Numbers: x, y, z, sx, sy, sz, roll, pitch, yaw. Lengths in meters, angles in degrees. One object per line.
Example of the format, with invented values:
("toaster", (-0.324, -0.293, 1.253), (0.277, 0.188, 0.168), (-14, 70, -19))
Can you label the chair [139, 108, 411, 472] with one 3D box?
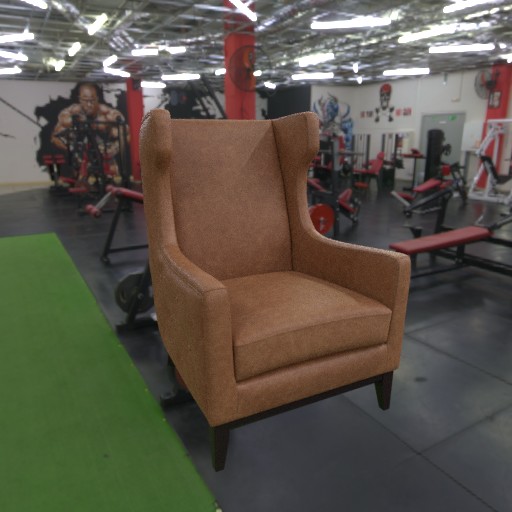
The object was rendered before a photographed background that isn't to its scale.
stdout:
("chair", (0.000, 0.000, 1.710), (0.766, 1.079, 0.899), (-8, 18, -26))
